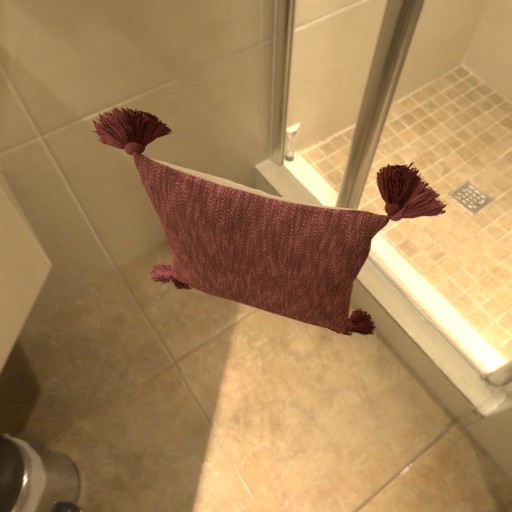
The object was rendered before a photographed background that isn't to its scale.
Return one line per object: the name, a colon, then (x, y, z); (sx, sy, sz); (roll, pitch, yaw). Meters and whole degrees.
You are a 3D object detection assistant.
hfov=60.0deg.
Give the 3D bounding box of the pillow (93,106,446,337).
pillow: (0.000, 0.000, 0.975); (0.641, 0.659, 0.138); (16, 60, 9)
